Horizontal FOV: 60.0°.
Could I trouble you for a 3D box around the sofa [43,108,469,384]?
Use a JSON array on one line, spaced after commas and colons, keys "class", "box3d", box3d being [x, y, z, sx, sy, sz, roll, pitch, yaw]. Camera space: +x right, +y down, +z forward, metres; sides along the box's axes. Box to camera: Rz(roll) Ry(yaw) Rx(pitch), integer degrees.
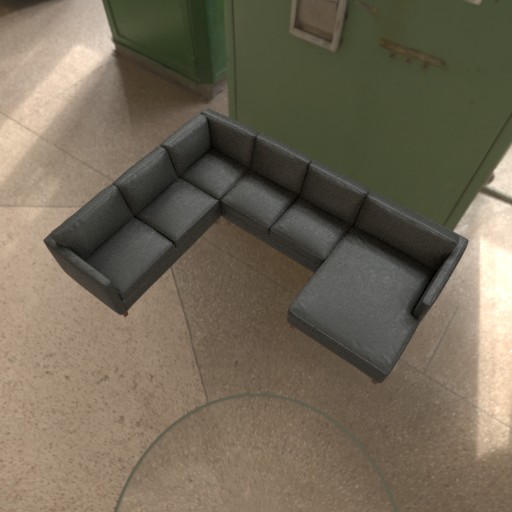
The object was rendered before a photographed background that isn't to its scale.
[{"class": "sofa", "box3d": [0.000, 0.000, 4.639, 3.460, 0.923, 2.593, 32, 62, 19]}]
